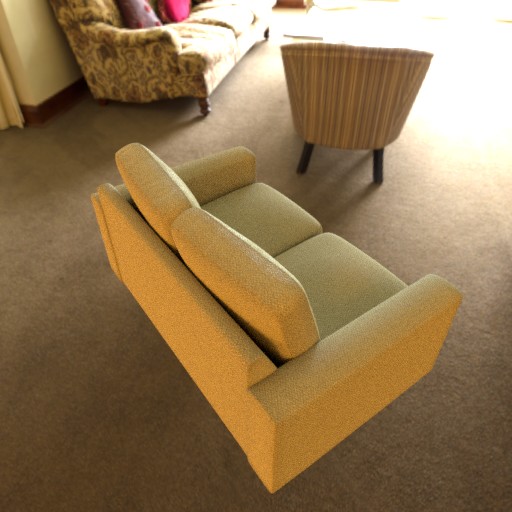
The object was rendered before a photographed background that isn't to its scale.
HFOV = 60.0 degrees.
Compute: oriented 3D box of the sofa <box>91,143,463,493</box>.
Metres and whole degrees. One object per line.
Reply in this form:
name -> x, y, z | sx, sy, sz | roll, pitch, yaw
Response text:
sofa -> 0.000, 0.000, 2.159 | 1.016, 0.873, 1.616 | -25, 47, -26
